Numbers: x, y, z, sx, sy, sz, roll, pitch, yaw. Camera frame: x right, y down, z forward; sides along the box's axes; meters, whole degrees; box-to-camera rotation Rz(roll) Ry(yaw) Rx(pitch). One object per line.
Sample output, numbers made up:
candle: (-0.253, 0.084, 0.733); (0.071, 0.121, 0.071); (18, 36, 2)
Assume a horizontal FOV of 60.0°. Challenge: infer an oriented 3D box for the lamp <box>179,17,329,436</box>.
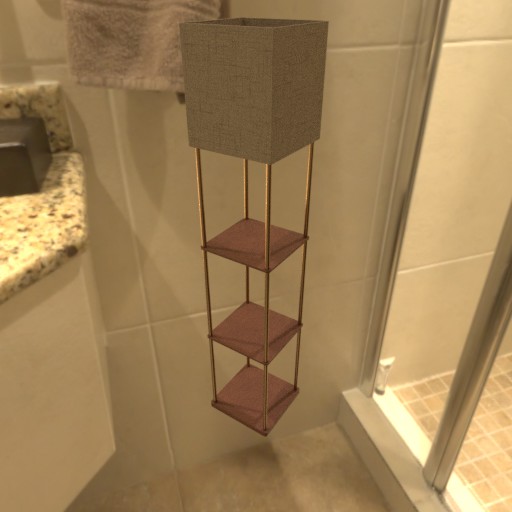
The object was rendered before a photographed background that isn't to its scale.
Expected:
lamp: (0.000, 0.000, 1.676); (0.310, 1.569, 0.308); (19, 36, 28)
